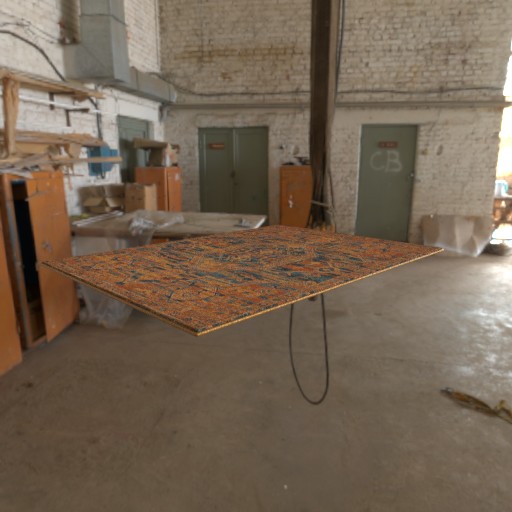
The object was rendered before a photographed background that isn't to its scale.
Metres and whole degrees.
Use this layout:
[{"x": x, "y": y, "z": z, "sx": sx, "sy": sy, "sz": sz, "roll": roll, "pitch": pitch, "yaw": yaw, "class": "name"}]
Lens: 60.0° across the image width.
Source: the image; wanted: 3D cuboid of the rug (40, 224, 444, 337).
[{"x": 0.000, "y": 0.000, "z": 2.947, "sx": 2.204, "sy": 0.024, "sz": 1.588, "roll": -12, "pitch": 18, "yaw": -43, "class": "rug"}]
